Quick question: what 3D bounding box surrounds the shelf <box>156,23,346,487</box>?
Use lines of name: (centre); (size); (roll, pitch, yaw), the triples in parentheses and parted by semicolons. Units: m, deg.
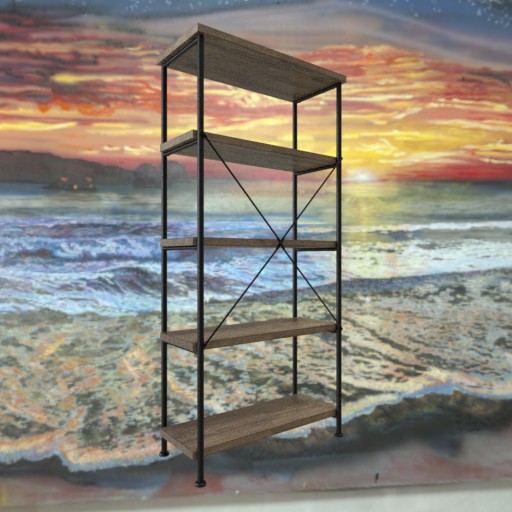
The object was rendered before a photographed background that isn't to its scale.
shelf: (0.000, 0.000, 1.997); (0.800, 1.700, 0.360); (0, 0, -37)
